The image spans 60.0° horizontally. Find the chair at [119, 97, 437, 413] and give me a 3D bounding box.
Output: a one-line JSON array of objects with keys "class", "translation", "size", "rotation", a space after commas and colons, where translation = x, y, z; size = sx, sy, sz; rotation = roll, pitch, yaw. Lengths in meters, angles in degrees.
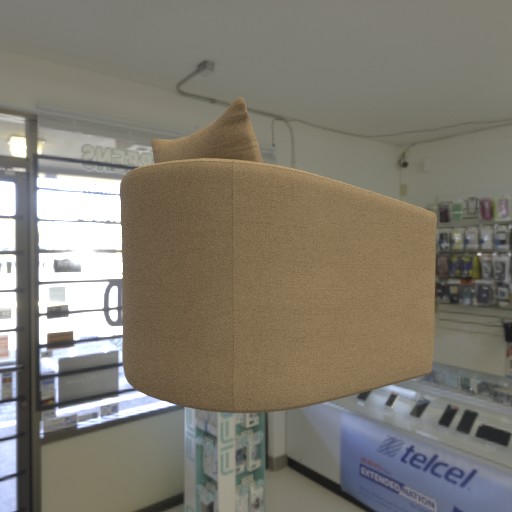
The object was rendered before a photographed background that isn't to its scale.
[{"class": "chair", "translation": [0.000, 0.000, 1.551], "size": [0.910, 0.848, 0.845], "rotation": [0, 0, -36]}]
